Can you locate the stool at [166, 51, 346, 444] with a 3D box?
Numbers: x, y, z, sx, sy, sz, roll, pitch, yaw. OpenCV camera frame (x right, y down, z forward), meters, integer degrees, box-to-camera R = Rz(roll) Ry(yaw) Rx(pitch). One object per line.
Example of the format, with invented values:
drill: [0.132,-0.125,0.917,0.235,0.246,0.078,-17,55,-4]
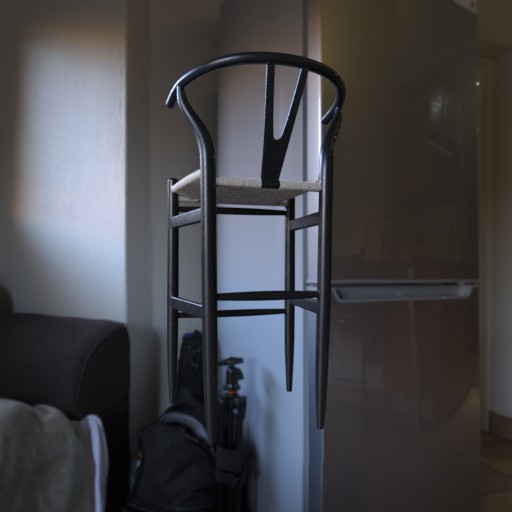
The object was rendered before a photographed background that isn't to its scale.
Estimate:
stool: [0.000,0.000,1.439,0.569,1.072,0.579,0,-1,-18]
